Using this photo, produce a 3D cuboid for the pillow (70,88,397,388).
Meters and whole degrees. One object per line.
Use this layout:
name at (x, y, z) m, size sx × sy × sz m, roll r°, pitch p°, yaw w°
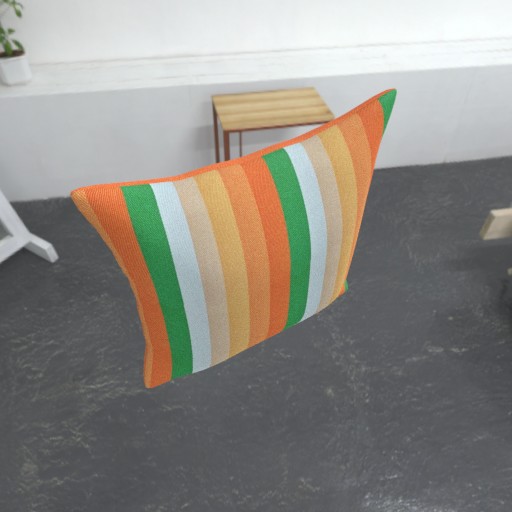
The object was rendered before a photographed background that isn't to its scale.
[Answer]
pillow at (0.000, 0.000, 0.704) m, size 0.453 × 0.444 × 0.169 m, roll -23°, pitch 51°, yaw -20°
